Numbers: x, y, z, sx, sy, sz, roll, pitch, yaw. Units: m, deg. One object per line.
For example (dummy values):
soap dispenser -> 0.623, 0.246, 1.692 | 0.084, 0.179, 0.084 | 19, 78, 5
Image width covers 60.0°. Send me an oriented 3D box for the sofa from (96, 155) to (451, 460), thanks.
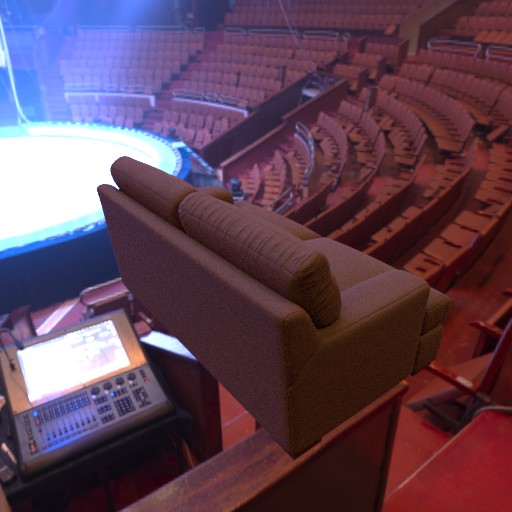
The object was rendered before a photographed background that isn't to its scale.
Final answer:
sofa -> 0.000, 0.000, 2.540 | 1.140, 0.950, 1.869 | -19, 33, -33
